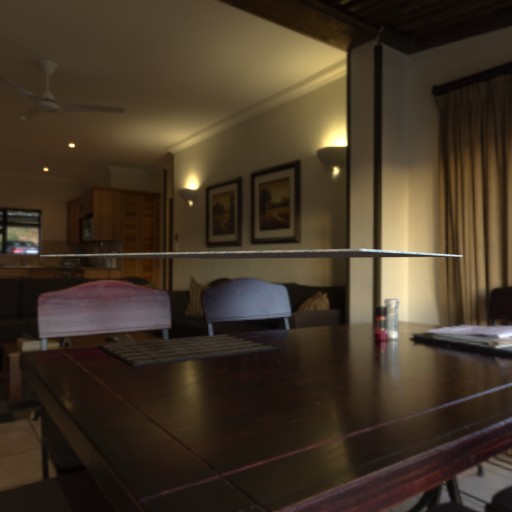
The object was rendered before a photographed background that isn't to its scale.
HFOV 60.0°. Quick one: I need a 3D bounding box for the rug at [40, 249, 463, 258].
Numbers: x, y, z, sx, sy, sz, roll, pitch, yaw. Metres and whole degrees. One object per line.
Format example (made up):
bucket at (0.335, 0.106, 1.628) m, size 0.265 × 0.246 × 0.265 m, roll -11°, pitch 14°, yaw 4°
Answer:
rug at (0.000, 0.000, 4.084) m, size 3.056 × 0.013 × 2.441 m, roll -1°, pitch -1°, yaw 36°
